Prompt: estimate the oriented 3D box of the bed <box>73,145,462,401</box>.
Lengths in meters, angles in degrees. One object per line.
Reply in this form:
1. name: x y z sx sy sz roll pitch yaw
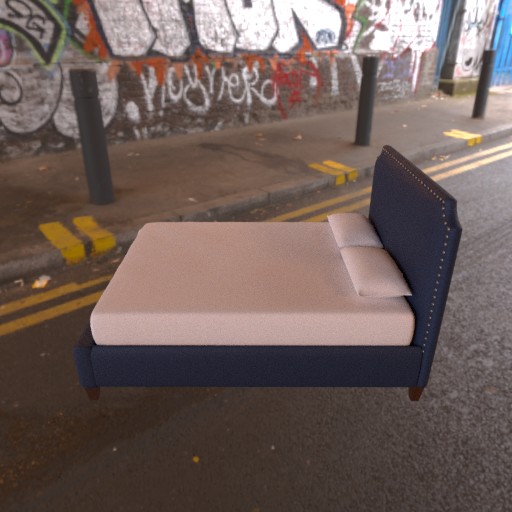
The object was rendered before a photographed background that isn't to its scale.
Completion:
1. bed: 0.000 0.000 3.488 2.372 1.443 1.712 0 26 0
